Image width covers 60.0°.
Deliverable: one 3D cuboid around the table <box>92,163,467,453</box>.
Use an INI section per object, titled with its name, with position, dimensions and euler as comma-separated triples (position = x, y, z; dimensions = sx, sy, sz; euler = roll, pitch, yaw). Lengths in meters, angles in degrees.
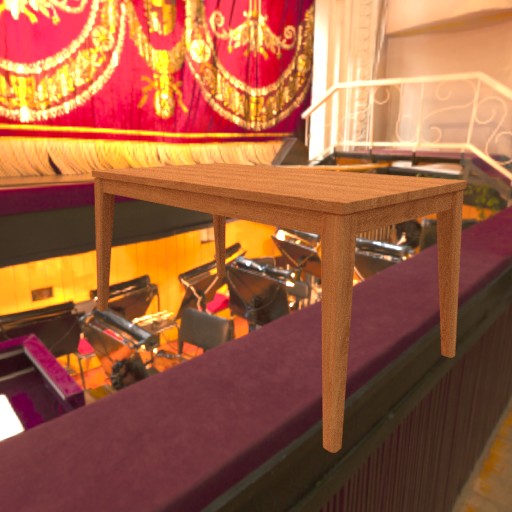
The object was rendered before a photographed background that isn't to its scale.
[table]
position = 0.000, 0.000, 2.100
dimensions = 0.900, 0.760, 1.600
euler = -15, 21, -42
